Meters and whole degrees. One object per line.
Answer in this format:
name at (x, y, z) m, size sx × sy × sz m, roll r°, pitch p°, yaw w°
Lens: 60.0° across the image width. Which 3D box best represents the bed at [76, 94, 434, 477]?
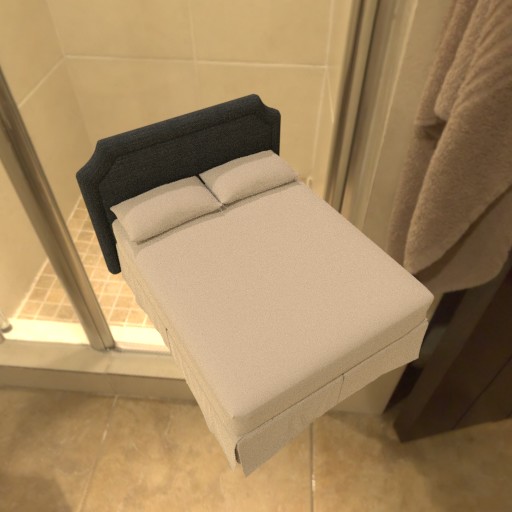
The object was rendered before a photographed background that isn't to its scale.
bed at (0.000, 0.000, 3.304) m, size 1.828 × 1.297 × 2.208 m, roll -25°, pitch 51°, yaw -22°
